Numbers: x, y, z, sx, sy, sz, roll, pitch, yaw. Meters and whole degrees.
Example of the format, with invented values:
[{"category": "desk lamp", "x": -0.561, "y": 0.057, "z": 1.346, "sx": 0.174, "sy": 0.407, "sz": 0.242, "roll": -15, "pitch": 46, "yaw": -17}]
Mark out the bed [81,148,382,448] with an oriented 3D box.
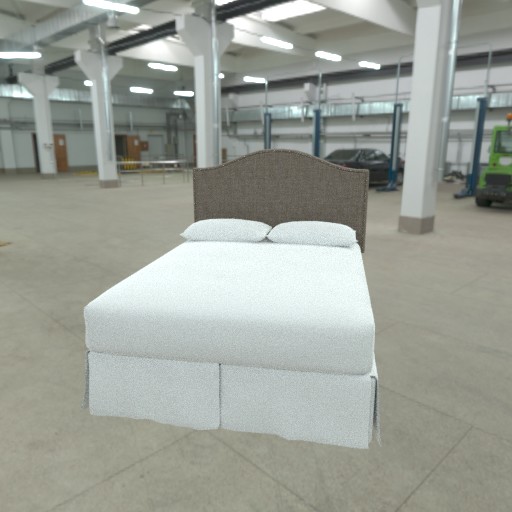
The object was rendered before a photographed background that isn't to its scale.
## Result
[{"category": "bed", "x": 0.000, "y": 0.000, "z": 3.257, "sx": 1.713, "sy": 1.518, "sz": 2.153, "roll": 3, "pitch": 14, "yaw": 10}]
